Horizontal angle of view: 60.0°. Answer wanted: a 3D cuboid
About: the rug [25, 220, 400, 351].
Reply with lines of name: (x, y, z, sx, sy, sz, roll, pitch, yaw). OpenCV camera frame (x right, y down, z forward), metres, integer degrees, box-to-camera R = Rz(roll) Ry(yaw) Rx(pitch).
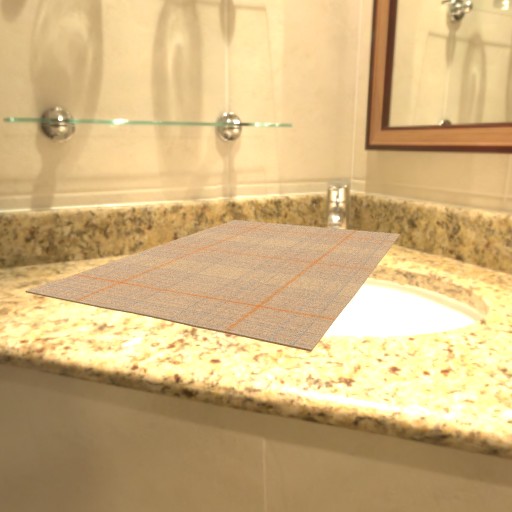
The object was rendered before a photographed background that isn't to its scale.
rug: (0.000, 0.000, 2.356, 1.232, 0.015, 1.825, 7, 16, 24)
